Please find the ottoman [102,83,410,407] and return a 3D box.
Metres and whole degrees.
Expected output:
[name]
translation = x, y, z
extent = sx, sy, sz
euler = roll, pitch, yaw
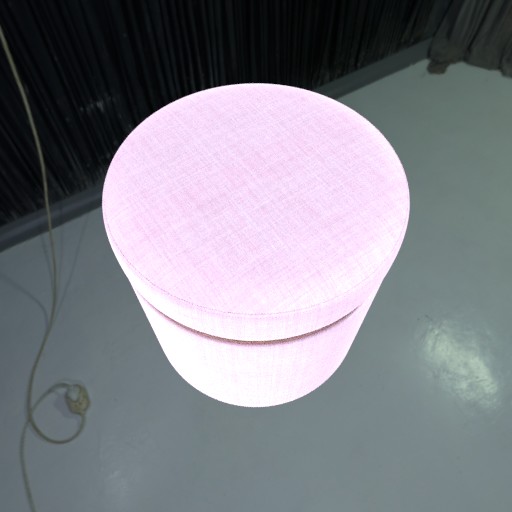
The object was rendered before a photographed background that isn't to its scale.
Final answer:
[ottoman]
translation = 0.000, 0.000, 0.733
extent = 0.400, 0.406, 0.400
euler = 0, 57, 0
